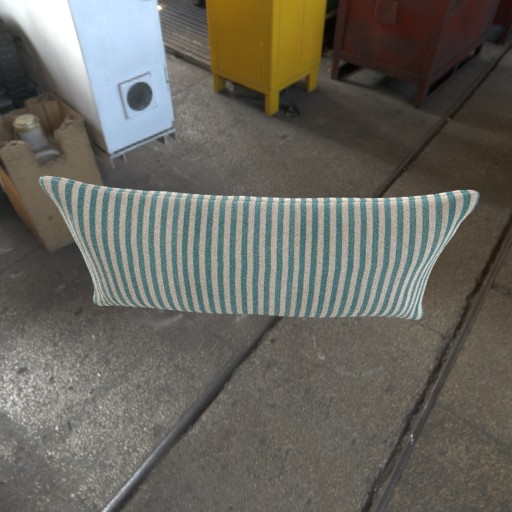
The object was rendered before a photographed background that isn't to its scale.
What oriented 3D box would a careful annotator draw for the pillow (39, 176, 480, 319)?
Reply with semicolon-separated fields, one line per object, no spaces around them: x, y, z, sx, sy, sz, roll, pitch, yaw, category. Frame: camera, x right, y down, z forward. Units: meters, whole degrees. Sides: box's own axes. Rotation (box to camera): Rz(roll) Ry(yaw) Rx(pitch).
0.000;0.000;0.723;0.617;0.295;0.151;2;47;2;pillow
